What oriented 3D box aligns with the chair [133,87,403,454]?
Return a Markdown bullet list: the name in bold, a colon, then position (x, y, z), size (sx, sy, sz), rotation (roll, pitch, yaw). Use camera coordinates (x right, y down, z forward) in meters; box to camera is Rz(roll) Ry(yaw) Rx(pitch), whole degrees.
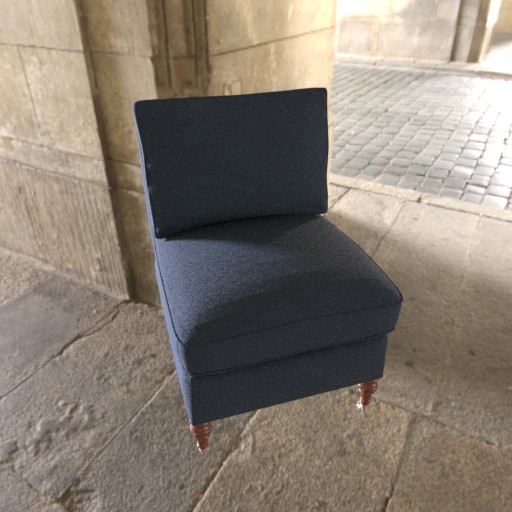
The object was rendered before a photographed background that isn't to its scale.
- **chair**: position (0.000, 0.000, 1.634), size (0.724, 1.052, 0.912), rotation (-9, 34, -14)
